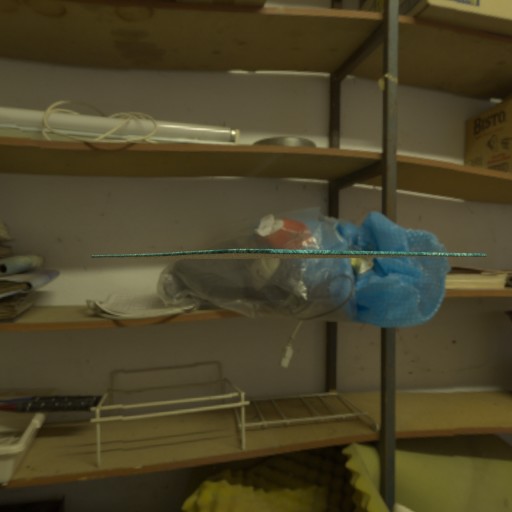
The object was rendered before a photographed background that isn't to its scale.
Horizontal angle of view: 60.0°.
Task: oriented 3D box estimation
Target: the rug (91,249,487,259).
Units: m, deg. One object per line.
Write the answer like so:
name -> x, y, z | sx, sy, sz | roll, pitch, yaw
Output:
rug -> 0.000, 0.000, 2.197 | 1.136, 0.017, 1.728 | 1, -1, -35
